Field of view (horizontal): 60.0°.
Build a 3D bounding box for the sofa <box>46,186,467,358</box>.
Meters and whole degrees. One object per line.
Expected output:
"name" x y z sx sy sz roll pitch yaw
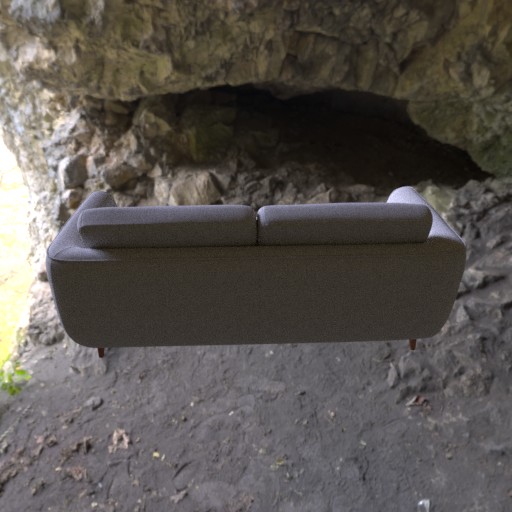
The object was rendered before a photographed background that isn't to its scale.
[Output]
"sofa" 0.000 0.000 2.453 2.000 0.850 0.920 -1 30 -2
